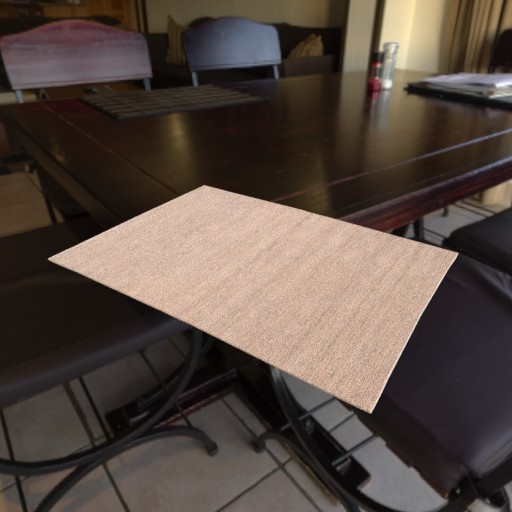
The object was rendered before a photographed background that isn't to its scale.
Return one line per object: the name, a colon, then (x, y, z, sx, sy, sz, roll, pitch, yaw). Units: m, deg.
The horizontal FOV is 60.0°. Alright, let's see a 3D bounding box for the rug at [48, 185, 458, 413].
rug: (0.000, 0.000, 2.986, 2.264, 0.030, 1.624, 19, 35, 29)
